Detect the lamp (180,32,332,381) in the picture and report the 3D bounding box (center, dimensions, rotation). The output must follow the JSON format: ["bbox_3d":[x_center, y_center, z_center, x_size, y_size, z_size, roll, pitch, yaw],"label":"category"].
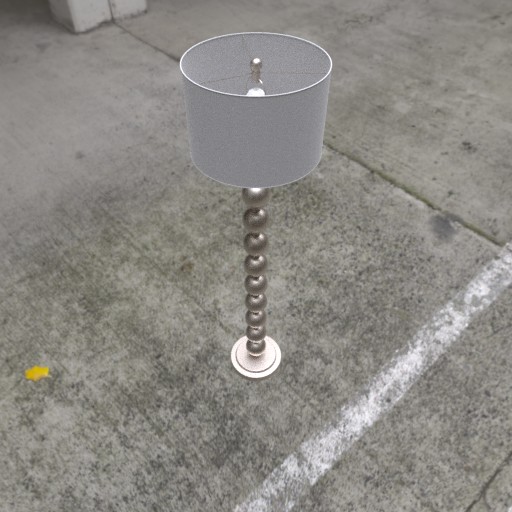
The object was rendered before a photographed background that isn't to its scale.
[{"bbox_3d":[0.000,0.000,1.674,0.394,1.474,0.394,-32,54,-27],"label":"lamp"}]
